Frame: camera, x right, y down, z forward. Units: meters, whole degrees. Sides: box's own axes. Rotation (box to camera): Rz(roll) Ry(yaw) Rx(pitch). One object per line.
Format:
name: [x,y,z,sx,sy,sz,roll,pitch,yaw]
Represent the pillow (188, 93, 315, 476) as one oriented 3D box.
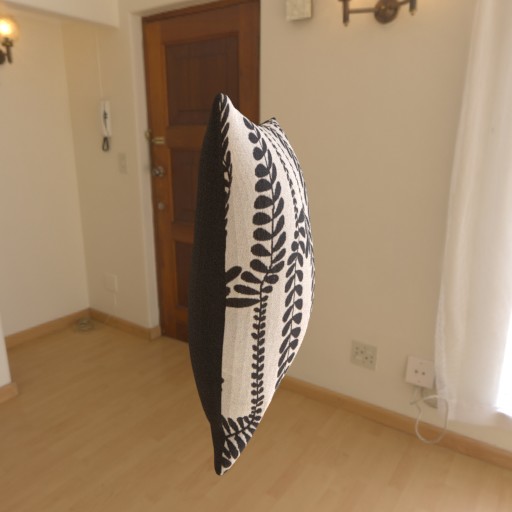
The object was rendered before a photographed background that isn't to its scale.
pillow: [0.000,0.000,0.686,0.182,0.441,0.440,3,15,9]
